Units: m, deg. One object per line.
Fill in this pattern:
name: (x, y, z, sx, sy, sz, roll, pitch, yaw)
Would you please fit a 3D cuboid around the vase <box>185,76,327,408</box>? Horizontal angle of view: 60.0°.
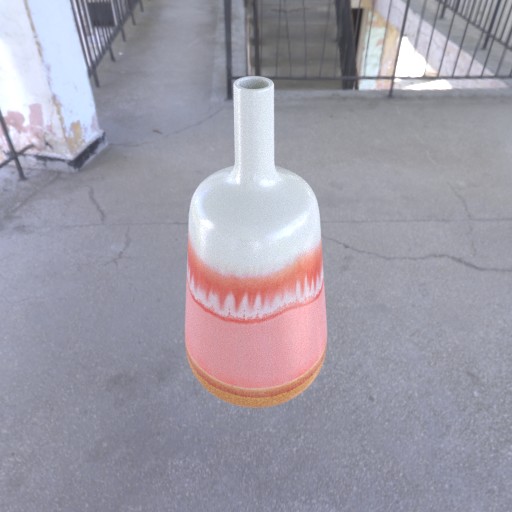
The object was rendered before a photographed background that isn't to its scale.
vase: (0.000, 0.000, 0.383, 0.144, 0.296, 0.144, 0, 41, 0)
